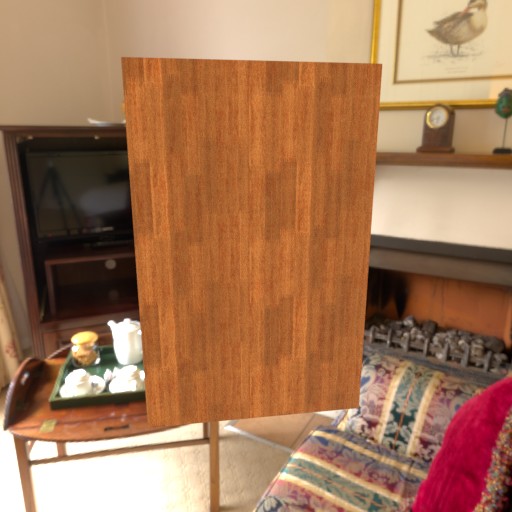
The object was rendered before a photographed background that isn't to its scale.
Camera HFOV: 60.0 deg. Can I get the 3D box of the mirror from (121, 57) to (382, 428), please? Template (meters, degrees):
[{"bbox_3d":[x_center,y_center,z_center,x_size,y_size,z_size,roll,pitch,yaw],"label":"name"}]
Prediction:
[{"bbox_3d":[0.000,0.000,1.245,0.651,1.010,0.047,-2,15,-8],"label":"mirror"}]
